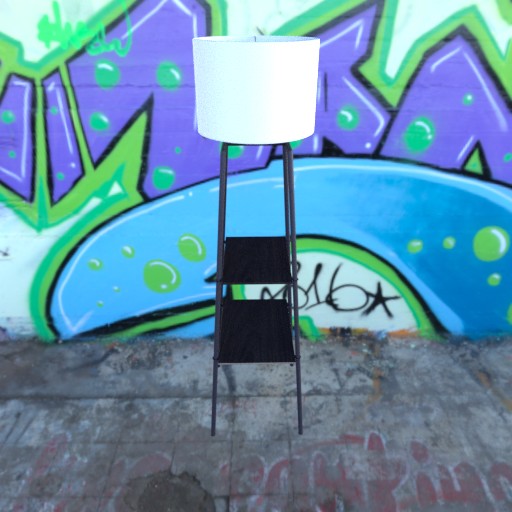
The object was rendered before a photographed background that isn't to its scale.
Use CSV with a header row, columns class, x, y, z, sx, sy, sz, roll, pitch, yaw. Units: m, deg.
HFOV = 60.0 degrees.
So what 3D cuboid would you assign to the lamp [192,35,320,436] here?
class,x,y,z,sx,sy,sz,roll,pitch,yaw
lamp,0.000,0.000,1.671,0.384,1.474,0.427,-1,29,-1
